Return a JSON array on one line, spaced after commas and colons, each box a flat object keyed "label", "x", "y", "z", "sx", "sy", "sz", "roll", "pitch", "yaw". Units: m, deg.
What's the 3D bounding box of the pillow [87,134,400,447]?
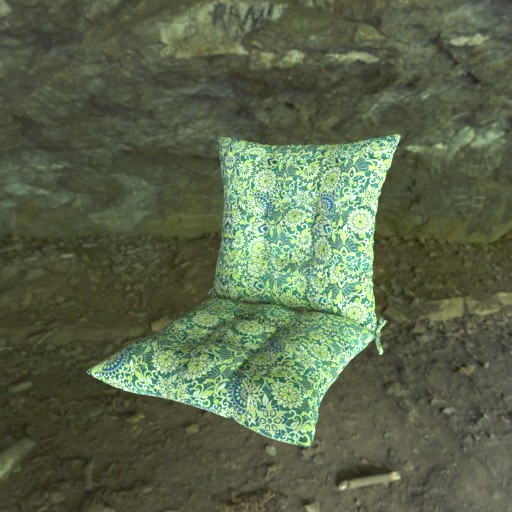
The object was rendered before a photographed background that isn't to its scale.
[{"label": "pillow", "x": 0.000, "y": 0.000, "z": 1.007, "sx": 0.541, "sy": 0.536, "sz": 0.585, "roll": 8, "pitch": 16, "yaw": 27}]
